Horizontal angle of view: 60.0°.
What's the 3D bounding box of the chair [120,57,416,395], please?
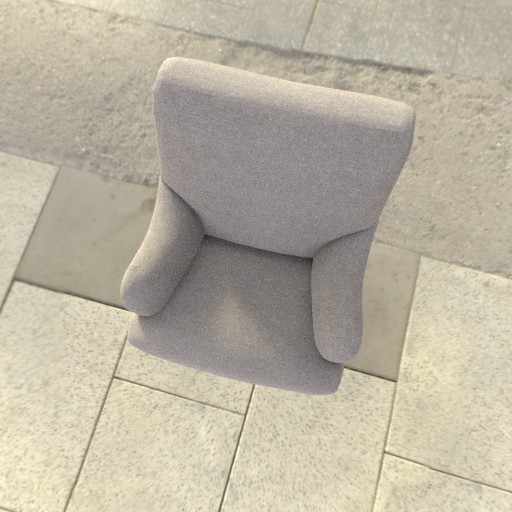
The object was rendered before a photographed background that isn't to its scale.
[{"bbox_3d":[0.000,0.000,1.540,0.766,0.942,0.843,13,75,4],"label":"chair"}]
